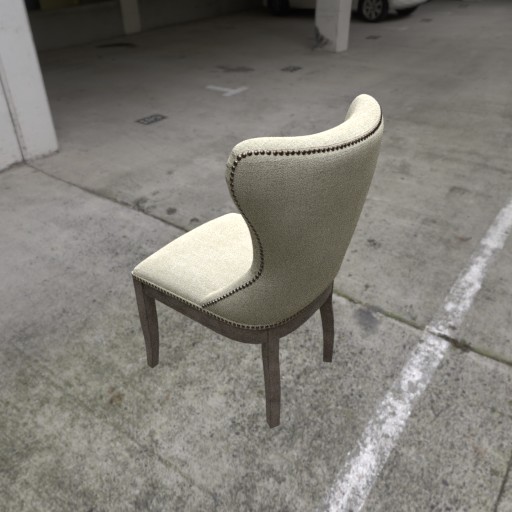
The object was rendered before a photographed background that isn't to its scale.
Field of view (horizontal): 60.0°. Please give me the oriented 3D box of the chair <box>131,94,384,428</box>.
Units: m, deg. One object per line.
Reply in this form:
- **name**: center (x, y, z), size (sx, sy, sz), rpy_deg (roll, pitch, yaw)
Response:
- **chair**: center (0.000, 0.000, 1.495), size (0.681, 1.002, 0.654), rpy_deg (22, 38, 31)
